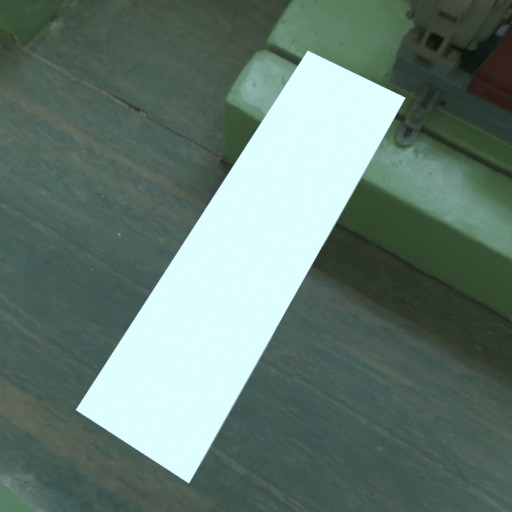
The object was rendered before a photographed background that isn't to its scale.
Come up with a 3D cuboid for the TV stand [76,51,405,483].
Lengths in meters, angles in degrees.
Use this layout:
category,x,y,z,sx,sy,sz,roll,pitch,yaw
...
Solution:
category,x,y,z,sx,sy,sz,roll,pitch,yaw
TV stand,0.000,0.000,1.712,0.410,0.440,1.500,29,77,7
